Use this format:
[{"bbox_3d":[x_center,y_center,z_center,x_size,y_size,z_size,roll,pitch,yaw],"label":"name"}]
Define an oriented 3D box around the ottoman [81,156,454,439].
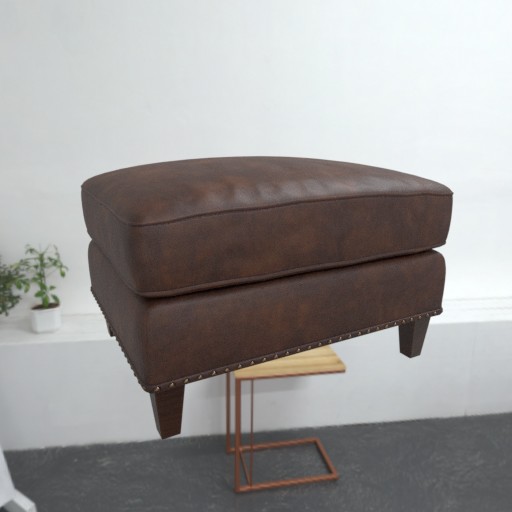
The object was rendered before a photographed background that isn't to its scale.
[{"bbox_3d":[0.000,0.000,1.120,0.742,0.486,0.586,-8,18,-27],"label":"ottoman"}]
